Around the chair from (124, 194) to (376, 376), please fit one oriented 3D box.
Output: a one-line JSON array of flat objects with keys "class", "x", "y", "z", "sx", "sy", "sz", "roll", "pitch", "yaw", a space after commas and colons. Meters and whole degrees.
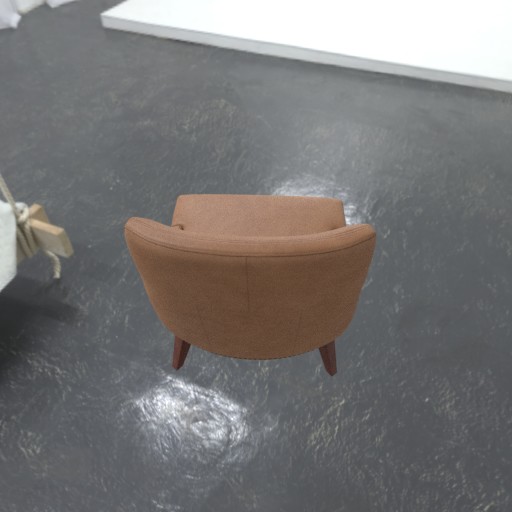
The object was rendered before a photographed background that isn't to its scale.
[{"class": "chair", "x": 0.000, "y": 0.000, "z": 1.507, "sx": 0.701, "sy": 0.909, "sz": 0.861, "roll": 2, "pitch": 46, "yaw": 2}]
